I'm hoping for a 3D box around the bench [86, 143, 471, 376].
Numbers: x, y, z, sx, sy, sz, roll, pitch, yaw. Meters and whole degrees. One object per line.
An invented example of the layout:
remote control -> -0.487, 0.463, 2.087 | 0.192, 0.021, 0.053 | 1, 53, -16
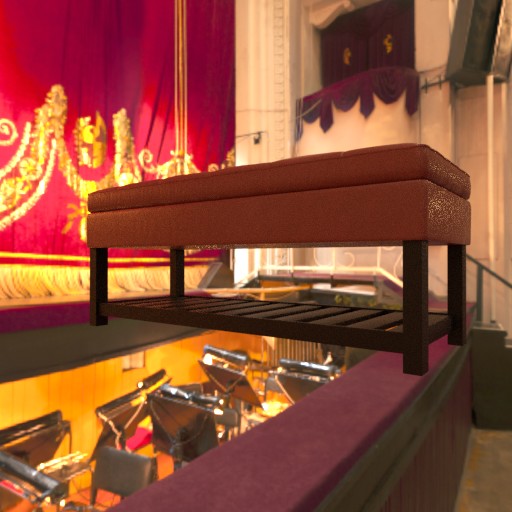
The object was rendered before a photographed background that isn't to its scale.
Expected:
bench -> 0.000, 0.000, 1.319 | 1.105, 0.460, 0.432 | 0, 0, 36
